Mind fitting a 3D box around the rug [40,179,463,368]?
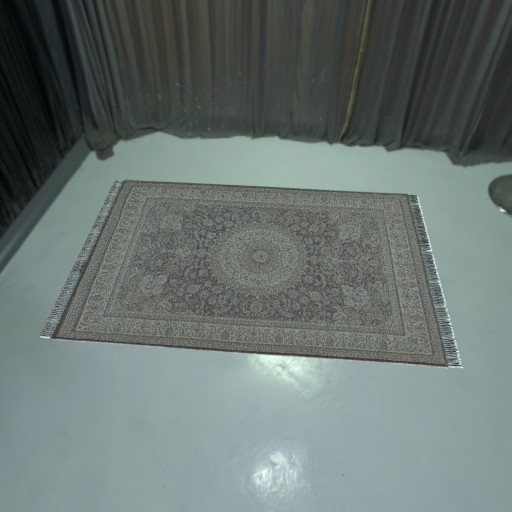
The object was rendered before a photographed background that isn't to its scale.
[{"bbox_3d":[0.000,0.000,3.050,2.440,0.010,1.528,3,47,3],"label":"rug"}]
